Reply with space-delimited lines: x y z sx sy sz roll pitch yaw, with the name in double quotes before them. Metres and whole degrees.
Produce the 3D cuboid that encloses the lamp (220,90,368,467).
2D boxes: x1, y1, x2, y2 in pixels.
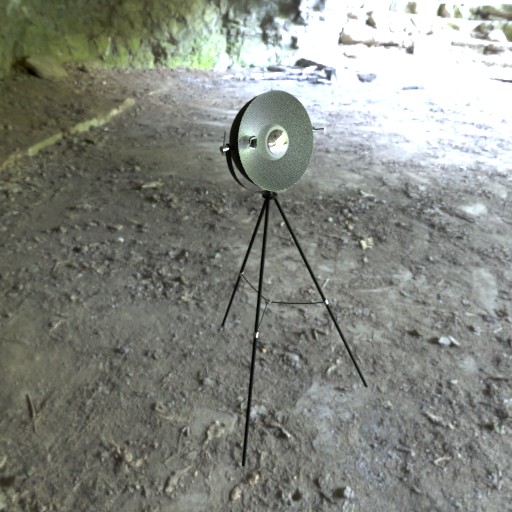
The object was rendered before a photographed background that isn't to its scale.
"lamp" 0.000 0.000 2.106 0.817 1.512 0.920 -22 36 -33
